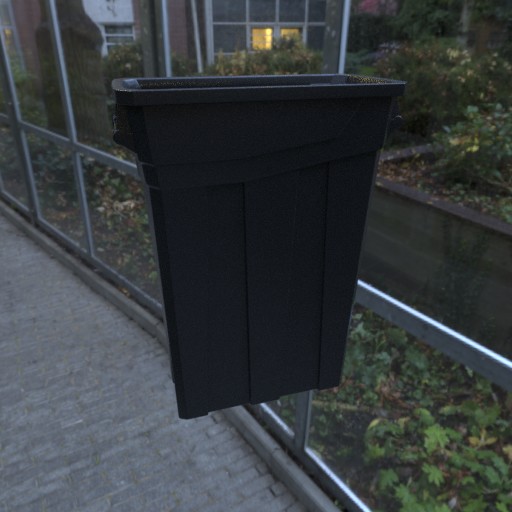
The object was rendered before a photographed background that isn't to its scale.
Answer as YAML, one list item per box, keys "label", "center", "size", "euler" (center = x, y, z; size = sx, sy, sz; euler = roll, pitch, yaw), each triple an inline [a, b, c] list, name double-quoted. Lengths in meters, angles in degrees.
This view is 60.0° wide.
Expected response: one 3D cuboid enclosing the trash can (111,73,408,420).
- label: "trash can"
  center: [0.000, 0.000, 1.031]
  size: [0.559, 0.762, 0.281]
  euler: [-7, 27, -15]
